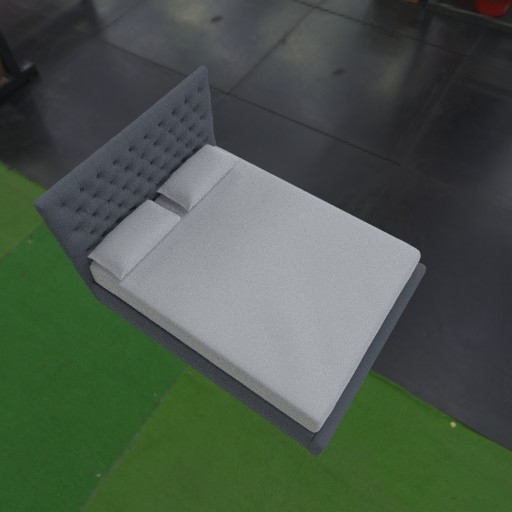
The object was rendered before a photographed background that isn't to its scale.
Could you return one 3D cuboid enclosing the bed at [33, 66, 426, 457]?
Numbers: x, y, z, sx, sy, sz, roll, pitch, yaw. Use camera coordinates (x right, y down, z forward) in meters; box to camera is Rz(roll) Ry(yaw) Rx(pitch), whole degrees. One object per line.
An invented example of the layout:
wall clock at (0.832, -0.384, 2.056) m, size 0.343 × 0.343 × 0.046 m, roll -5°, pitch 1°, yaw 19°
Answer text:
bed at (0.000, 0.000, 3.340) m, size 2.231 × 1.427 × 1.698 m, roll 30°, pitch 63°, yaw 18°
